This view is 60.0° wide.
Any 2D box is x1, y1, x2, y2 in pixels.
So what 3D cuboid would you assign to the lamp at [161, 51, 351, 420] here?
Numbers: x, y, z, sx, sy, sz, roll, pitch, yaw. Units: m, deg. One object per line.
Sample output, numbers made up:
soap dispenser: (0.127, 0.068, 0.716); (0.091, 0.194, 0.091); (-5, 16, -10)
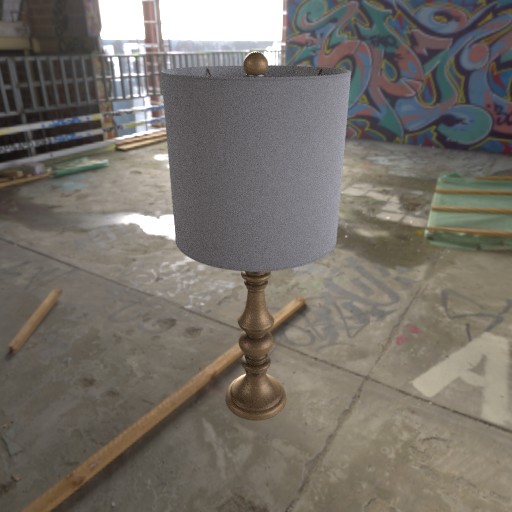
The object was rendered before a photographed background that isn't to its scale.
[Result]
lamp: (0.000, 0.000, 0.713); (0.250, 0.597, 0.250); (-19, 32, -33)
